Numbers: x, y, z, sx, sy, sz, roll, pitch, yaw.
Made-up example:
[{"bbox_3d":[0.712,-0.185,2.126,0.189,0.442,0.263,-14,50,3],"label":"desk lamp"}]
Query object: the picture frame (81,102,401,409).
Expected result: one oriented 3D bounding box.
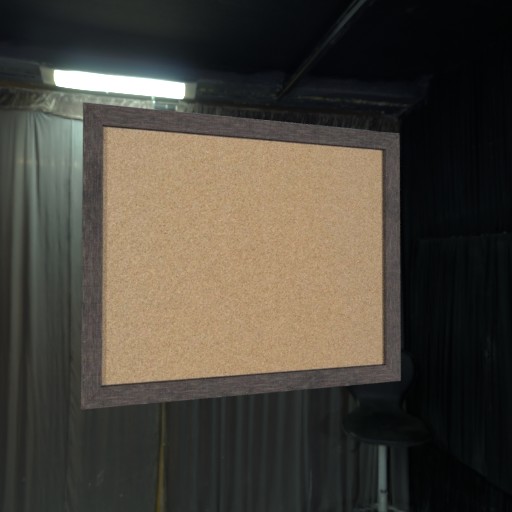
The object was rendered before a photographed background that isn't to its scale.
[{"bbox_3d":[0.000,0.000,0.748,0.546,0.455,0.026,0,-1,-17],"label":"picture frame"}]
